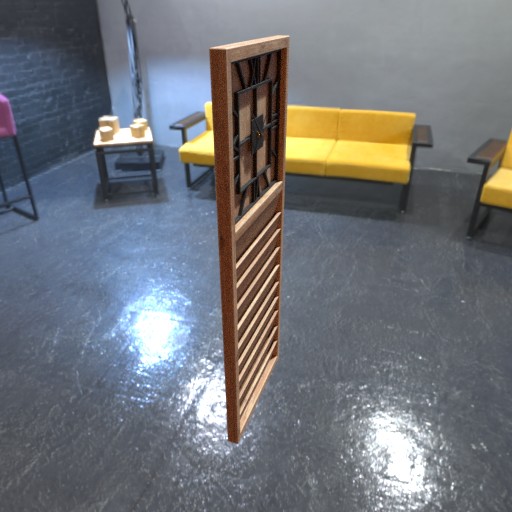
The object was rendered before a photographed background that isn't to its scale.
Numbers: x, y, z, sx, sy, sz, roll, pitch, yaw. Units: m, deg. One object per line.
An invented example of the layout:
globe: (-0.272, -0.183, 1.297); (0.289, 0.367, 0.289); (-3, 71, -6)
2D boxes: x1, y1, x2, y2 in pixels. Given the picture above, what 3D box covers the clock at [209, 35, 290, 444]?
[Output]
clock: (0.000, 0.000, 1.103); (0.030, 0.965, 0.361); (10, 31, 18)
